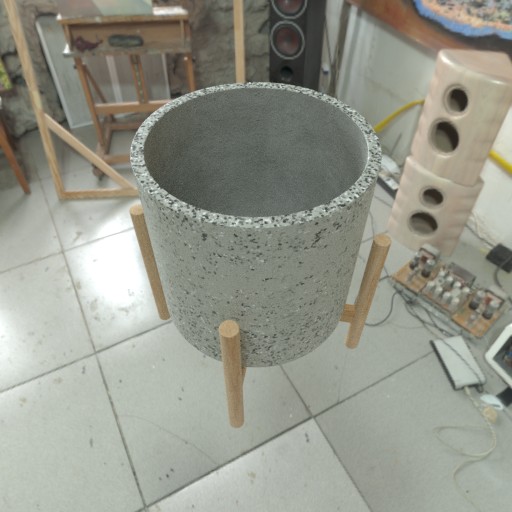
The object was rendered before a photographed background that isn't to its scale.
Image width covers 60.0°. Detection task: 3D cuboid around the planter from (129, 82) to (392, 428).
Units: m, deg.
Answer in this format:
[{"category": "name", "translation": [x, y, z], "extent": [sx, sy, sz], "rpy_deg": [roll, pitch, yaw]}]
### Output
[{"category": "planter", "translation": [0.000, 0.000, 0.698], "extent": [0.360, 0.419, 0.360], "rpy_deg": [25, 53, 21]}]
